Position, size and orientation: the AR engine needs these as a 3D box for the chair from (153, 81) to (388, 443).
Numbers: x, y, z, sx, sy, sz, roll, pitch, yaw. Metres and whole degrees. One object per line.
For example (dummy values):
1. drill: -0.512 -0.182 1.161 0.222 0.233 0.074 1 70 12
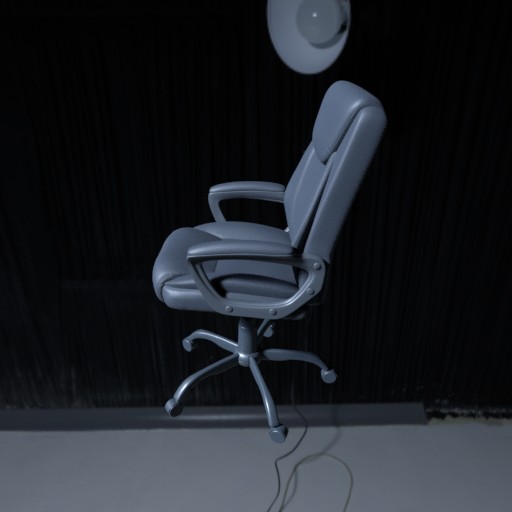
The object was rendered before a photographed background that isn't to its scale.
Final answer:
1. chair: 0.000 0.000 1.481 0.655 1.072 0.615 1 27 1
